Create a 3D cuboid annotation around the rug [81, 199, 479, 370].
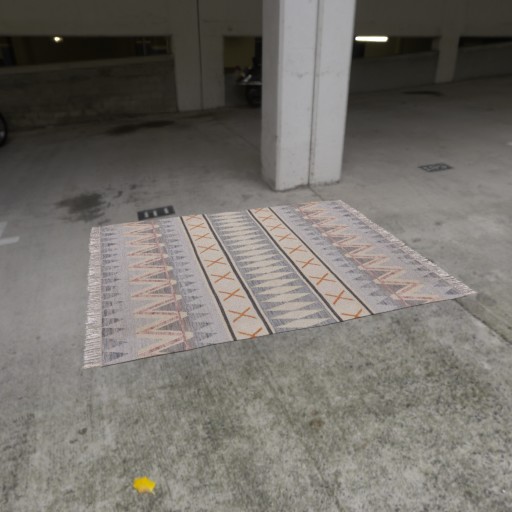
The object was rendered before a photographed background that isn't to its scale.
[{"bbox_3d":[0.000,0.000,4.120,3.000,0.012,2.371,-8,28,-16],"label":"rug"}]
